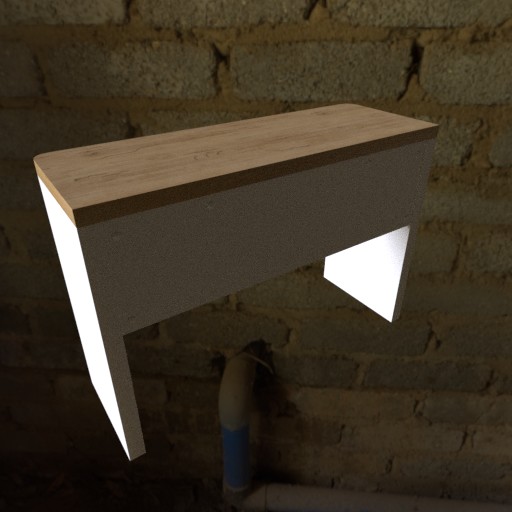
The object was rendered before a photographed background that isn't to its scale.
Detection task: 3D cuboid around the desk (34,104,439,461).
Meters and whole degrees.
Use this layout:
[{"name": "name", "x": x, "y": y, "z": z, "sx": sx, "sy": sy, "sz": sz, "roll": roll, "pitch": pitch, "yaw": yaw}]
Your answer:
[{"name": "desk", "x": 0.000, "y": 0.000, "z": 1.428, "sx": 1.100, "sy": 0.760, "sz": 0.390, "roll": -19, "pitch": 36, "yaw": -29}]
